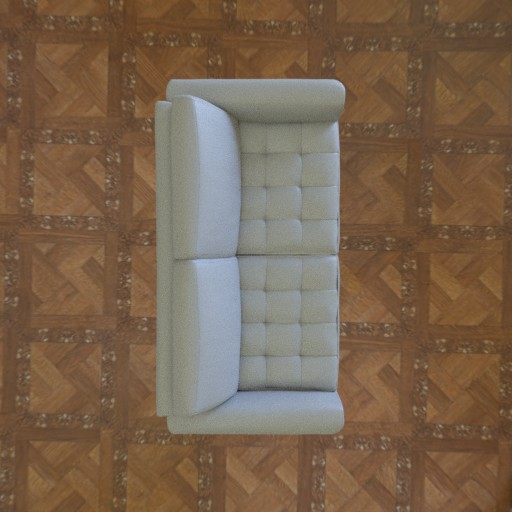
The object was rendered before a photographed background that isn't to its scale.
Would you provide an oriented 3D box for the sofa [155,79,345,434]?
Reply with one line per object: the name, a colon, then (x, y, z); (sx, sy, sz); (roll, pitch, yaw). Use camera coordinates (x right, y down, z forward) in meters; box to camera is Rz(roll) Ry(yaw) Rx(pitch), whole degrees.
sofa: (0.000, 0.000, 2.806); (1.121, 0.930, 2.177); (0, 91, 1)
